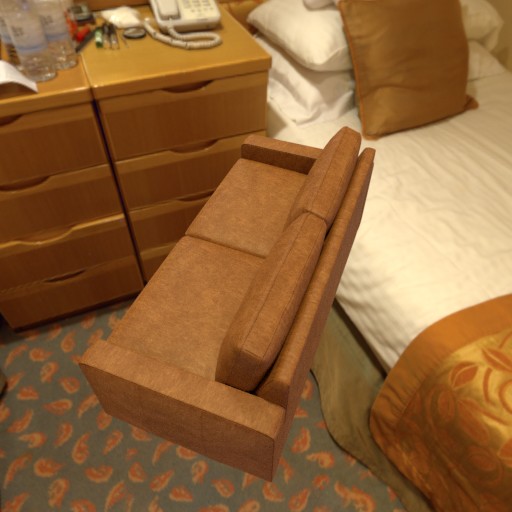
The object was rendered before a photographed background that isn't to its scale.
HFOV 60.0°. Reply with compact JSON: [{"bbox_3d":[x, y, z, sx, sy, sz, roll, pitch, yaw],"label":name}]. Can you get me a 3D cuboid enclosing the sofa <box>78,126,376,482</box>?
[{"bbox_3d":[0.000,0.000,2.683,0.991,0.928,2.156,16,48,15],"label":"sofa"}]
